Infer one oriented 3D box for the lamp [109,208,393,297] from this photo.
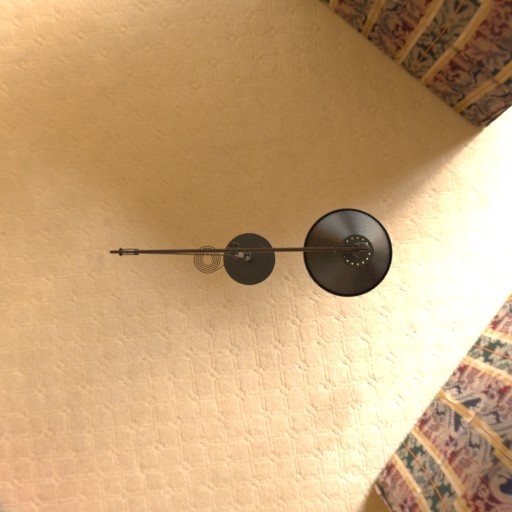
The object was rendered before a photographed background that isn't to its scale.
[{"bbox_3d":[0.000,0.000,1.921,0.904,1.626,0.319,0,89,1],"label":"lamp"}]
